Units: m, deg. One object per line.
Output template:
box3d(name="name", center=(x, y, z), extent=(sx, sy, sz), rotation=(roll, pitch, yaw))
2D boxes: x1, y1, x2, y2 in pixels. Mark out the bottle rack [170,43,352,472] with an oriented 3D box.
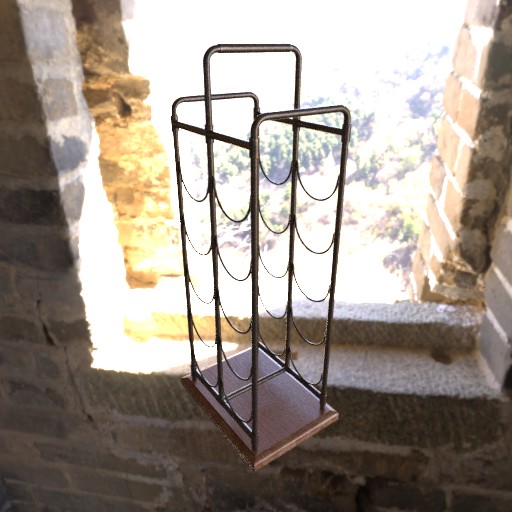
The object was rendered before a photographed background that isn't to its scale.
box3d(name="bottle rack", center=(0.000, 0.000, 0.786), extent=(0.208, 0.680, 0.276), rotation=(-17, 31, -32))
